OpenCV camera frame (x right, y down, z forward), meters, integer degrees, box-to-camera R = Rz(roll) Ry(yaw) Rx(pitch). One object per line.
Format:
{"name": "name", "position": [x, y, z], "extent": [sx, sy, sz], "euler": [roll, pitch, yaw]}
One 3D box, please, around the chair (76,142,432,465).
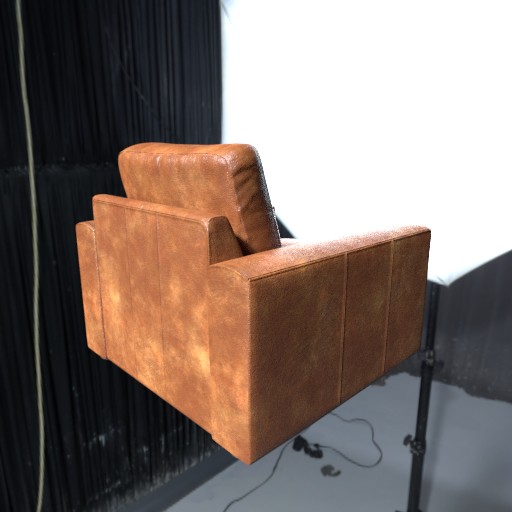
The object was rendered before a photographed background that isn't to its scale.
{"name": "chair", "position": [0.000, 0.000, 1.762], "extent": [1.016, 0.873, 1.005], "euler": [-14, 20, -42]}
